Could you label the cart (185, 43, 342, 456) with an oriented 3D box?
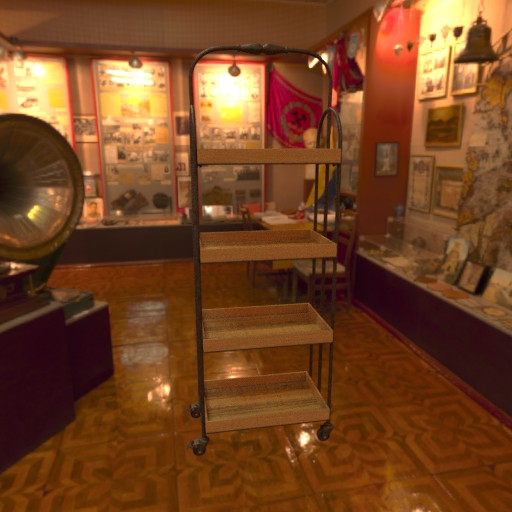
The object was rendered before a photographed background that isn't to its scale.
[{"bbox_3d":[0.000,0.000,1.676,0.581,1.481,0.308,-2,14,-10],"label":"cart"}]
